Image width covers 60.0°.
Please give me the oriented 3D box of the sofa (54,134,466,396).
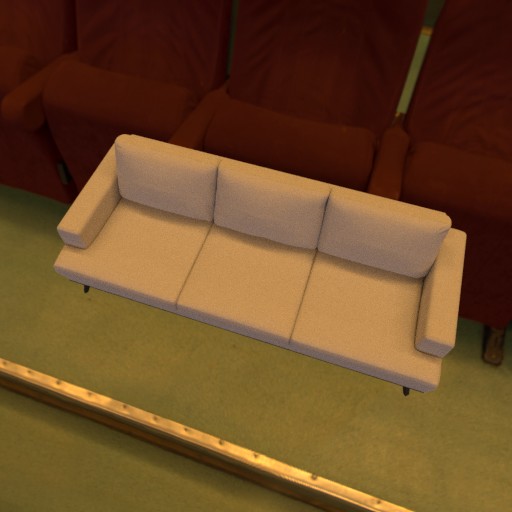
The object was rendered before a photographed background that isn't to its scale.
[{"bbox_3d":[0.000,0.000,2.694,2.310,0.810,0.920,16,61,9],"label":"sofa"}]
